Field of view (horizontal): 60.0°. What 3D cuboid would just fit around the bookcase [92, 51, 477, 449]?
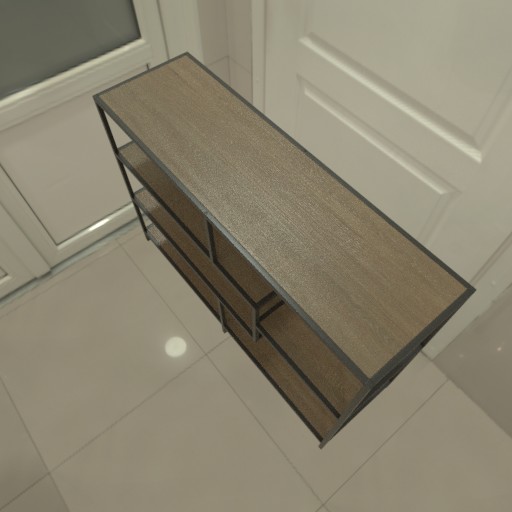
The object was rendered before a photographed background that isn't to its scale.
[{"bbox_3d":[0.000,0.000,1.500,0.350,0.780,1.140,-35,64,-19],"label":"bookcase"}]
